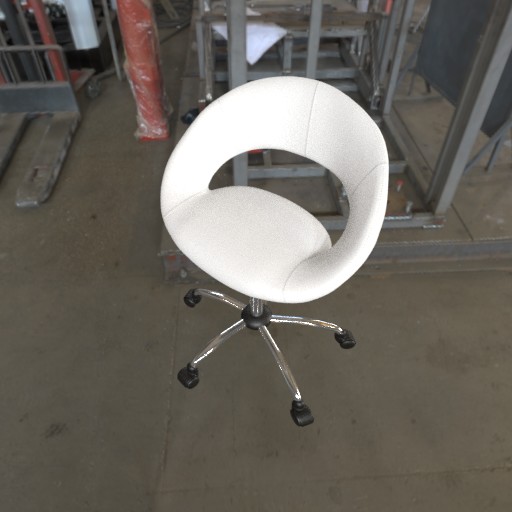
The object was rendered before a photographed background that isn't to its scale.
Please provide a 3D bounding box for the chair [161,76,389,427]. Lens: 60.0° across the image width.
[{"bbox_3d":[0.000,0.000,1.171,0.612,0.791,0.538,32,53,28],"label":"chair"}]
